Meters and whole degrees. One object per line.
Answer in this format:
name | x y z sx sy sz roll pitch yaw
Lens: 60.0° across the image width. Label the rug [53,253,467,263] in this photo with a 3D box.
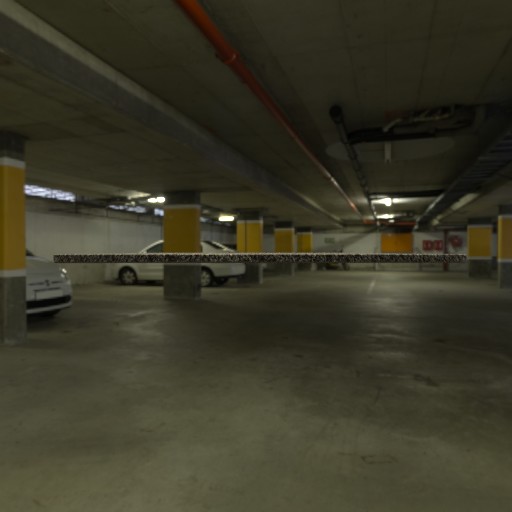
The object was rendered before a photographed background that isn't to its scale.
rug | 0.000 0.000 2.077 1.198 0.025 1.601 0 1 -1
